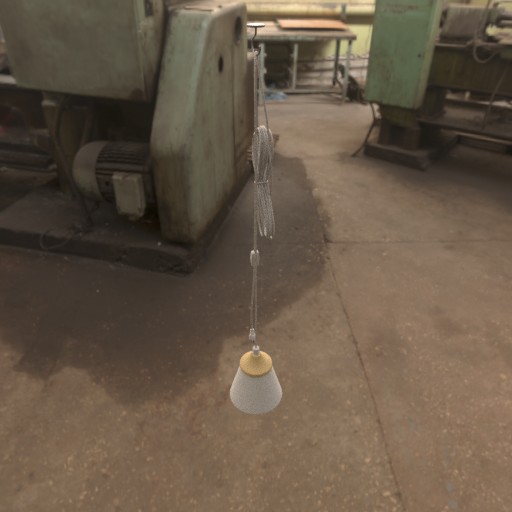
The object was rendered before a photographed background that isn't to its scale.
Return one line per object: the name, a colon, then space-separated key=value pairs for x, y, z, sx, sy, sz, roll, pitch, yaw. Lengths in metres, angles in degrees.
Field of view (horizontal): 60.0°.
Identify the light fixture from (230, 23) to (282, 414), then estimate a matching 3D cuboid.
light fixture: x=0.000 y=0.000 z=1.038 sx=0.153 sy=0.966 sz=0.153 roll=0 pitch=34 yaw=0
